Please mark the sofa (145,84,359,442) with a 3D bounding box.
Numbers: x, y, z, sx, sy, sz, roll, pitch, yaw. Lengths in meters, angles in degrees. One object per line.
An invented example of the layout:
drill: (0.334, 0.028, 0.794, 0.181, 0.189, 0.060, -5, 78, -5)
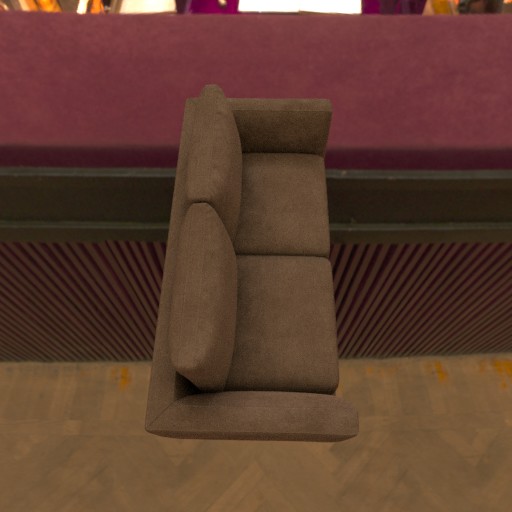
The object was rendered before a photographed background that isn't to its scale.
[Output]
sofa: (0.000, 0.000, 2.359, 0.855, 1.013, 1.832, 1, 62, 0)
